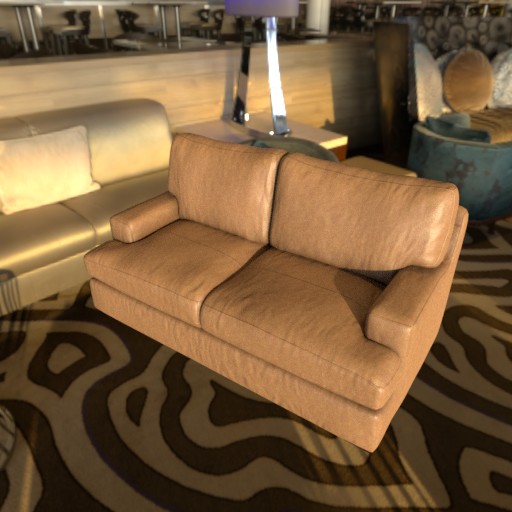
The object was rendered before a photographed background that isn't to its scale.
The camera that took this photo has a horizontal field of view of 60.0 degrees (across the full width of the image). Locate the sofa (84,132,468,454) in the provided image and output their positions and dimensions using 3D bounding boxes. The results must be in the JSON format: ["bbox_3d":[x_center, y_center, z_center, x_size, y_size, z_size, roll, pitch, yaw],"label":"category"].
[{"bbox_3d":[0.000,0.000,2.387,1.855,0.980,0.962,19,35,30],"label":"sofa"}]
